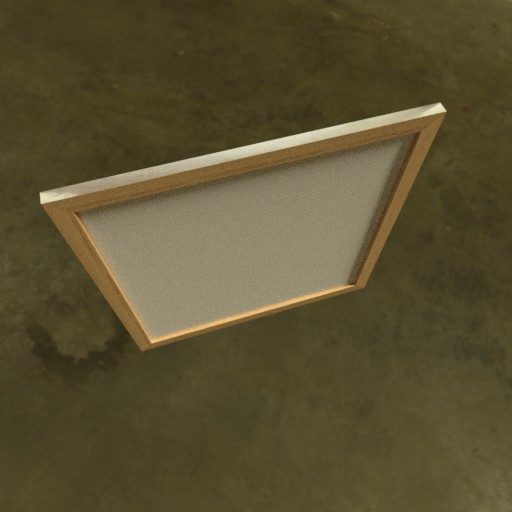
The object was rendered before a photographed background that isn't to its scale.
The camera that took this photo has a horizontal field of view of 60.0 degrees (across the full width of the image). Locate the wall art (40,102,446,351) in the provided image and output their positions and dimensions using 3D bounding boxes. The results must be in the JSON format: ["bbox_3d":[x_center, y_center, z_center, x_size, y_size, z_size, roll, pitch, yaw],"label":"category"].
[{"bbox_3d":[0.000,0.000,1.132,0.762,0.762,0.027,-15,61,-9],"label":"wall art"}]
